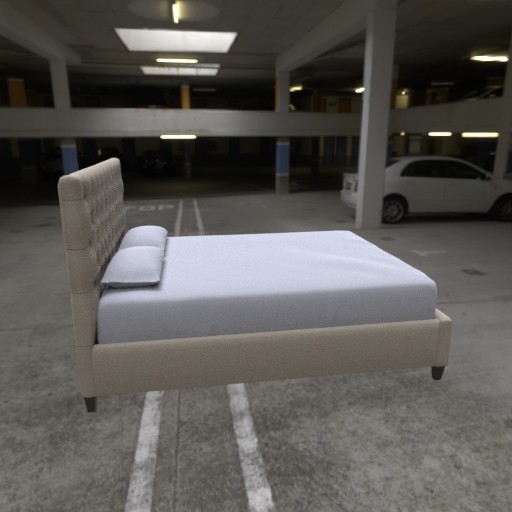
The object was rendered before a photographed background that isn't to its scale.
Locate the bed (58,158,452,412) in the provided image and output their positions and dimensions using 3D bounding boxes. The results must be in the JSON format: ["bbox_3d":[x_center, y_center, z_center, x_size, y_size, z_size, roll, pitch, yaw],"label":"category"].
[{"bbox_3d":[0.000,0.000,3.457,2.387,1.427,1.698,-2,16,-9],"label":"bed"}]
